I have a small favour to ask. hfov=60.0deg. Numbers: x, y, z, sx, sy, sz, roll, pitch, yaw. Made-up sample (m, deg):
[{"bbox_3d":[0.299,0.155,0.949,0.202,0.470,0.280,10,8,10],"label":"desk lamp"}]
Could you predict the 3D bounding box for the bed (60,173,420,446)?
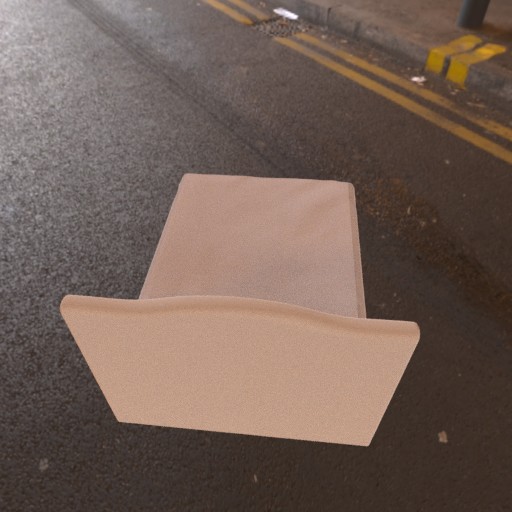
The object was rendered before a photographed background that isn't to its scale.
[{"bbox_3d":[0.000,0.000,3.294,1.753,1.460,2.143,4,46,4],"label":"bed"}]
